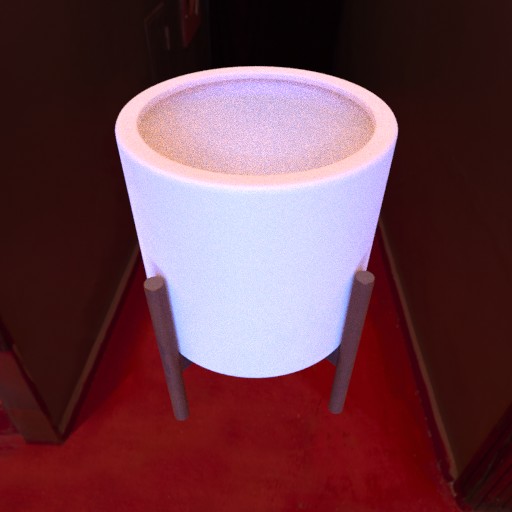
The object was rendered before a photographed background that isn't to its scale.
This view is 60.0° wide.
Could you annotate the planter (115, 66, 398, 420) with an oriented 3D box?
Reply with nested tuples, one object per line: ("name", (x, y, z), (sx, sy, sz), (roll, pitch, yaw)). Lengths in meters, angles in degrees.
("planter", (0.000, 0.000, 0.864), (0.421, 0.581, 0.420), (1, 41, 1))
